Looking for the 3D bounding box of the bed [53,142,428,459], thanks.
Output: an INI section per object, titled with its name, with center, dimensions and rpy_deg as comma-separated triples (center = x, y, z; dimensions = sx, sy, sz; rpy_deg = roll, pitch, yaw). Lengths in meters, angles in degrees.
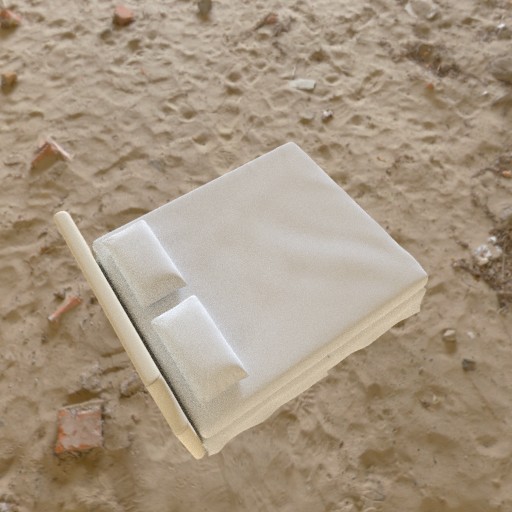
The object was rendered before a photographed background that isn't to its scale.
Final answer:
[bed]
center = 0.000, 0.000, 4.202
dimensions = 2.773, 1.590, 2.350
rpy_deg = -30, 63, -17
